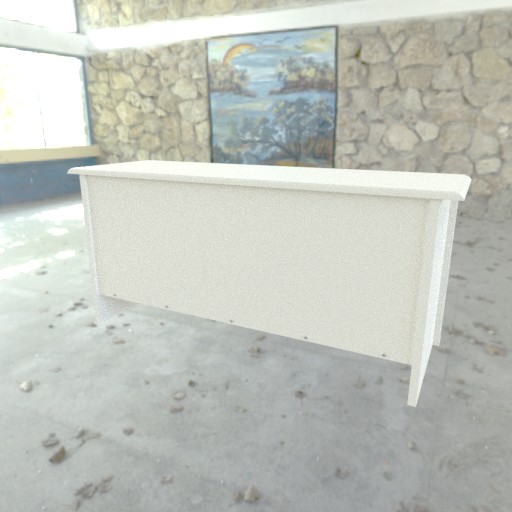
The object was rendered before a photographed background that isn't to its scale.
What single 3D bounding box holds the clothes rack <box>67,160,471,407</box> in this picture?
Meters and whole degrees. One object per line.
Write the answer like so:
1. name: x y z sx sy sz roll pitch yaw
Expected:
1. clothes rack: 0.000 0.000 1.472 1.218 0.558 0.405 8 18 26
